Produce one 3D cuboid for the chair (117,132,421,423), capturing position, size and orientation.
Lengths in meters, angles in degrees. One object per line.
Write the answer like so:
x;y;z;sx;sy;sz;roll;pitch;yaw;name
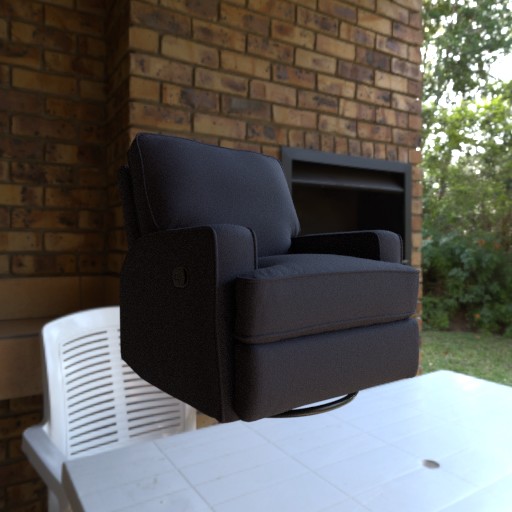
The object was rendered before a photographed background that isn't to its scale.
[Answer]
0.000;0.000;1.698;0.861;0.962;0.964;-1;1;-37;chair
